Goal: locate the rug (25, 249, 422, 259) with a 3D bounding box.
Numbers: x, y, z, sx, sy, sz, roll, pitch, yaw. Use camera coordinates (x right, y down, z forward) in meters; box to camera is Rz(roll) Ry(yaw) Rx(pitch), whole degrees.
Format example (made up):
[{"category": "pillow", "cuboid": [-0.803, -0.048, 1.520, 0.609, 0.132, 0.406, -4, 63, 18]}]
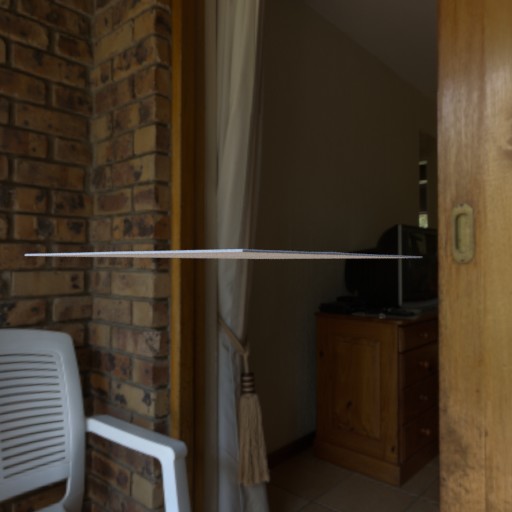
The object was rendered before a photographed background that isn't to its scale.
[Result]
[{"category": "rug", "cuboid": [0.000, 0.000, 2.356, 1.231, 0.012, 1.835, -1, -1, 36]}]
